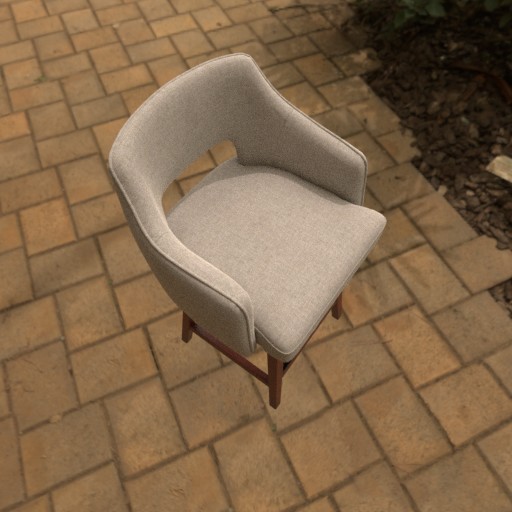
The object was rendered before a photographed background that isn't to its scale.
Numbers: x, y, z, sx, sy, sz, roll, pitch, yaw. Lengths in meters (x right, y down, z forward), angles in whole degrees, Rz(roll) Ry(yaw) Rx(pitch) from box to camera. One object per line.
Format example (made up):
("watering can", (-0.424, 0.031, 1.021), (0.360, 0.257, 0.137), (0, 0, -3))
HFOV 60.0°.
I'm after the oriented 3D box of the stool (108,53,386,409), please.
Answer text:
("stool", (0.000, 0.000, 1.320), (0.558, 0.944, 0.599), (32, 62, 19))
